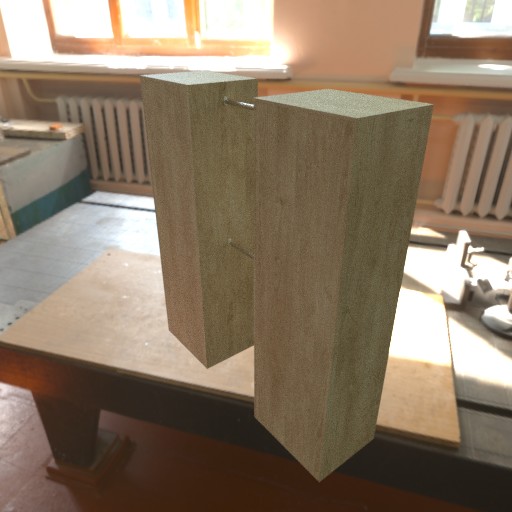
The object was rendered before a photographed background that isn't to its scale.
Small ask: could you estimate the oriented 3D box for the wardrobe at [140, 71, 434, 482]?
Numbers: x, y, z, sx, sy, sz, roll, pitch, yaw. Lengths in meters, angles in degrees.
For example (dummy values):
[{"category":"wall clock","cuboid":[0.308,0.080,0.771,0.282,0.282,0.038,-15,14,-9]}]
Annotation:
[{"category":"wardrobe","cuboid":[0.000,0.000,2.783,0.480,2.000,1.770,-20,34,-33]}]
